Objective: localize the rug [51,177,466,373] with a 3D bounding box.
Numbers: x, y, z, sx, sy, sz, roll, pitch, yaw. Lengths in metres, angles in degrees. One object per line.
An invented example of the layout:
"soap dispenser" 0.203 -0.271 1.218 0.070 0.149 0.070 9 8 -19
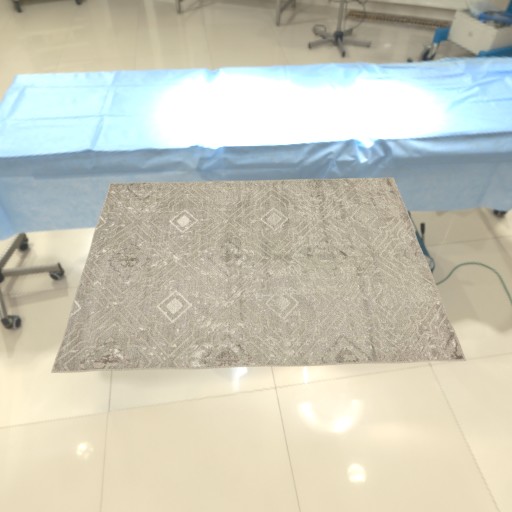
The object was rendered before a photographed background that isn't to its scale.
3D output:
"rug" 0.000 0.000 4.401 3.359 0.020 2.448 -1 47 -1
